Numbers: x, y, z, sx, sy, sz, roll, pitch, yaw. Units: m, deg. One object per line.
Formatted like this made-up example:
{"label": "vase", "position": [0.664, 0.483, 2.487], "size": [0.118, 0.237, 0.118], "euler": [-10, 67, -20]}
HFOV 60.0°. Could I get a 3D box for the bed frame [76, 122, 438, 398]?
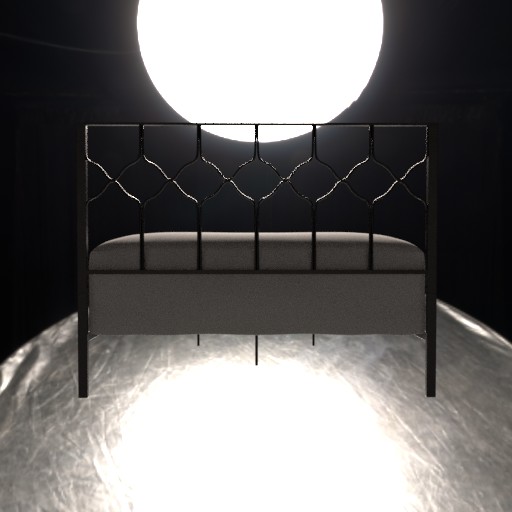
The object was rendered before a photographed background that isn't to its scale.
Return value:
{"label": "bed frame", "position": [0.000, 0.000, 2.997], "size": [1.597, 1.222, 2.063], "euler": [0, 1, 0]}
